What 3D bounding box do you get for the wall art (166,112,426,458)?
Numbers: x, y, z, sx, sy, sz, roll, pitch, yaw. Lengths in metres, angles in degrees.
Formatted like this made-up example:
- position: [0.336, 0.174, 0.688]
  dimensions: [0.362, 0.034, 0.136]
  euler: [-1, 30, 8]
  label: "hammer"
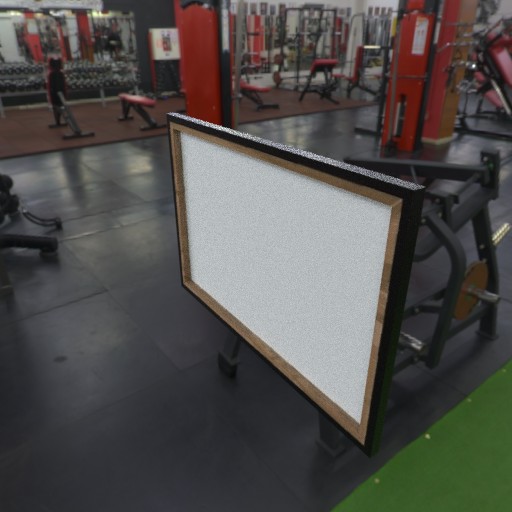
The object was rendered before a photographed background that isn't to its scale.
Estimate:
- position: [0.000, 0.000, 0.852]
  dimensions: [0.022, 0.446, 0.659]
  euler: [-18, 32, -31]
  label: "wall art"
